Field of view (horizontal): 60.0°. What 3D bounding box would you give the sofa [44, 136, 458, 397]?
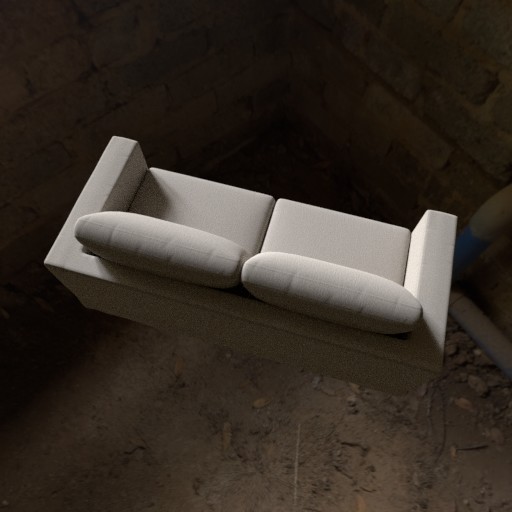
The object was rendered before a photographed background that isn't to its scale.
[{"bbox_3d":[0.000,0.000,2.645,2.163,0.881,0.954,15,65,7],"label":"sofa"}]
